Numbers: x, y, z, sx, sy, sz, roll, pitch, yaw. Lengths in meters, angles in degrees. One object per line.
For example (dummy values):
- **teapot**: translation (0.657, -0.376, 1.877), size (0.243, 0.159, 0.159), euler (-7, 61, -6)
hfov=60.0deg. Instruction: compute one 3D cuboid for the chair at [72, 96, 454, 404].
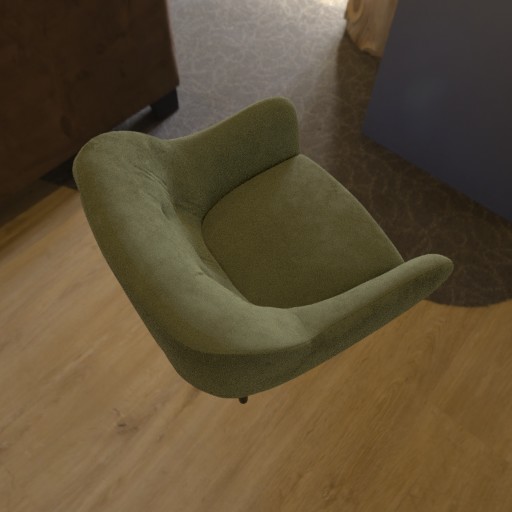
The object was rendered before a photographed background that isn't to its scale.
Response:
- **chair**: translation (0.000, 0.000, 1.425), size (0.819, 0.804, 0.840), euler (-28, 63, -16)
